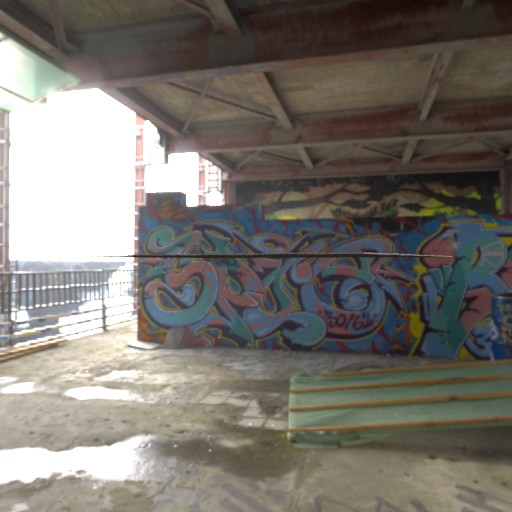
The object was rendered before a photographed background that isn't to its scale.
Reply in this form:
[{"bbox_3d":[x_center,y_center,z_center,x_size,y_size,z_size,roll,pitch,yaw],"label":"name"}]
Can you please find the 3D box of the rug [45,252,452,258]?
[{"bbox_3d":[0.000,0.000,4.222,3.061,0.022,2.468,0,-1,34],"label":"rug"}]
